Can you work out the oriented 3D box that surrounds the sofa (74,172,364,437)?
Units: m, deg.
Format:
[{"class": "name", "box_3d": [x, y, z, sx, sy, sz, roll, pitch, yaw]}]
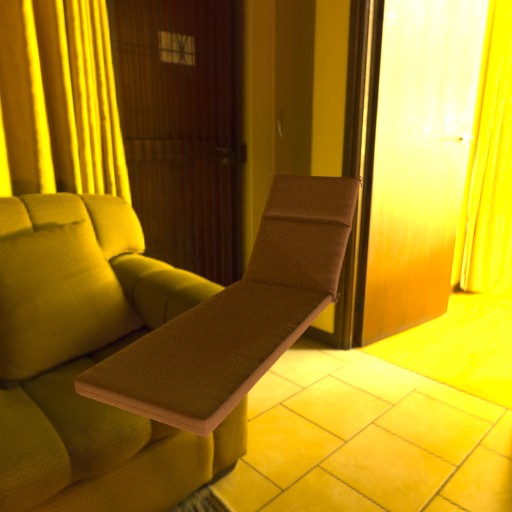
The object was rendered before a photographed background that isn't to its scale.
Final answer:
[{"class": "sofa", "box_3d": [0.000, 0.000, 1.981, 0.582, 0.622, 1.663, 7, 17, 25]}]
